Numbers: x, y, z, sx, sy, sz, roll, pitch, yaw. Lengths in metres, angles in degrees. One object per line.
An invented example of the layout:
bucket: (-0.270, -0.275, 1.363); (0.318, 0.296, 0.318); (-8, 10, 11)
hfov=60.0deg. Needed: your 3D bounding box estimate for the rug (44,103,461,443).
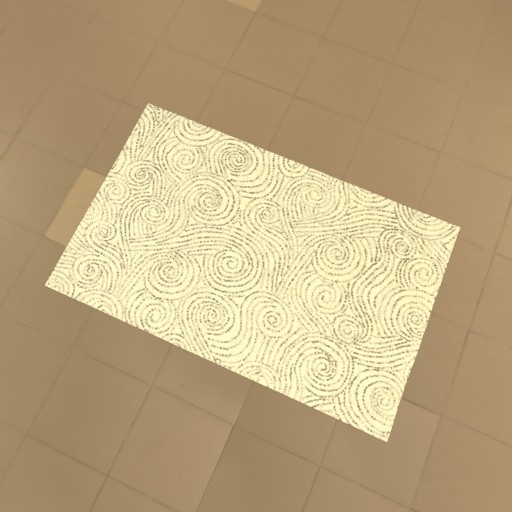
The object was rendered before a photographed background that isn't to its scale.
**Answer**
rug: (0.000, 0.000, 3.026); (2.439, 0.005, 1.524); (23, 77, 6)
